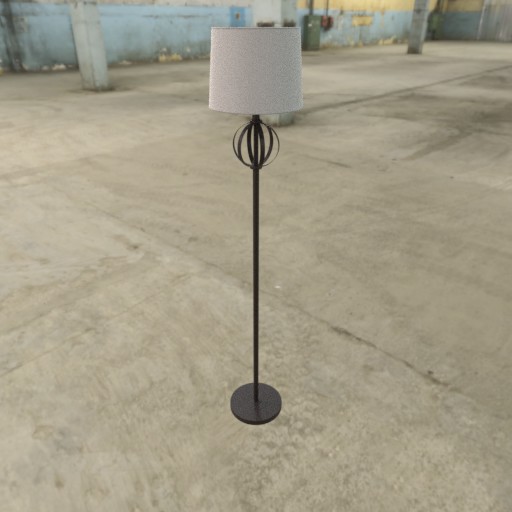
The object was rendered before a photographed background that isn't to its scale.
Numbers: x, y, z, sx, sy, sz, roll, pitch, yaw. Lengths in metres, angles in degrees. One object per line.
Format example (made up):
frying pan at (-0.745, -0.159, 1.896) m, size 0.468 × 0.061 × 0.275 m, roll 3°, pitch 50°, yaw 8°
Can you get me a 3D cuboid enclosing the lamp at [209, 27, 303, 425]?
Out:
lamp at (0.000, 0.000, 1.595) m, size 0.286 × 1.462 × 0.286 m, roll -9°, pitch 29°, yaw -16°
